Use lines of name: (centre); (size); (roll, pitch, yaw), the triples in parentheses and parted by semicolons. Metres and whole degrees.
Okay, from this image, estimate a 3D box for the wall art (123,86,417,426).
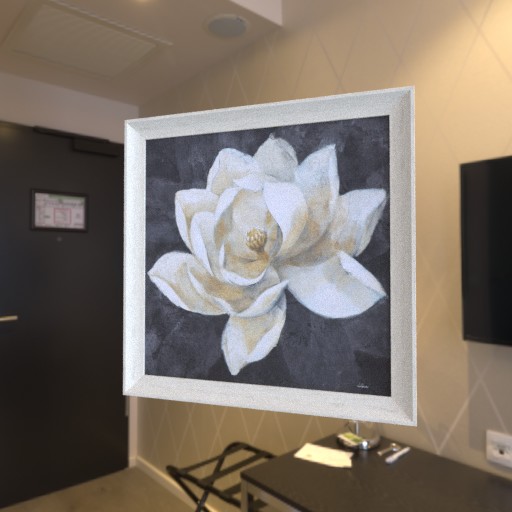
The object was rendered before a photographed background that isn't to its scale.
wall art: (0.000, 0.000, 1.501); (1.016, 1.016, 0.045); (0, -1, 18)
